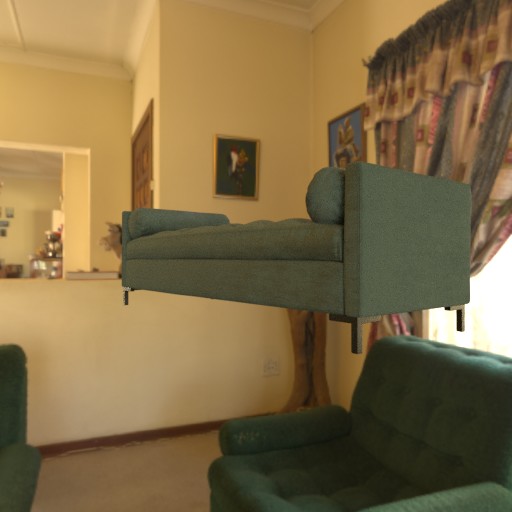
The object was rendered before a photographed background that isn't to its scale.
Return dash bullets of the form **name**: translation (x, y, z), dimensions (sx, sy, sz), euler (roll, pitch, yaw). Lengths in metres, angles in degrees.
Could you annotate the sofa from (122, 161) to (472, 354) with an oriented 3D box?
- **sofa**: translation (0.000, 0.000, 2.542), dimensions (0.817, 0.681, 2.130), euler (0, 0, -38)
